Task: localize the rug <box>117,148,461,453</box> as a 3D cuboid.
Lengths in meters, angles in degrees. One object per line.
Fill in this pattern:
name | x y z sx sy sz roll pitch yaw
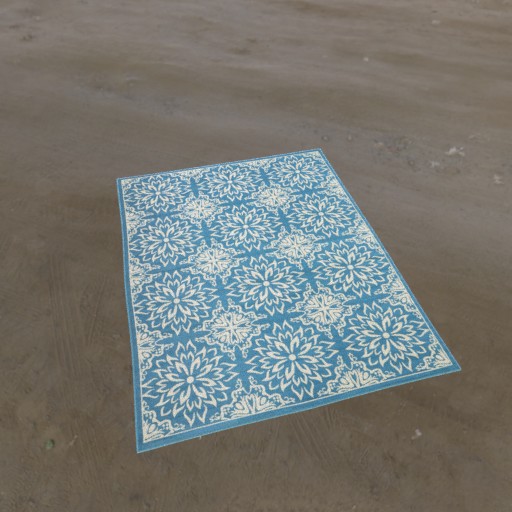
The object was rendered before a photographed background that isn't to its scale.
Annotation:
rug | 0.000 0.000 4.025 2.350 0.018 2.964 -11 48 -10
